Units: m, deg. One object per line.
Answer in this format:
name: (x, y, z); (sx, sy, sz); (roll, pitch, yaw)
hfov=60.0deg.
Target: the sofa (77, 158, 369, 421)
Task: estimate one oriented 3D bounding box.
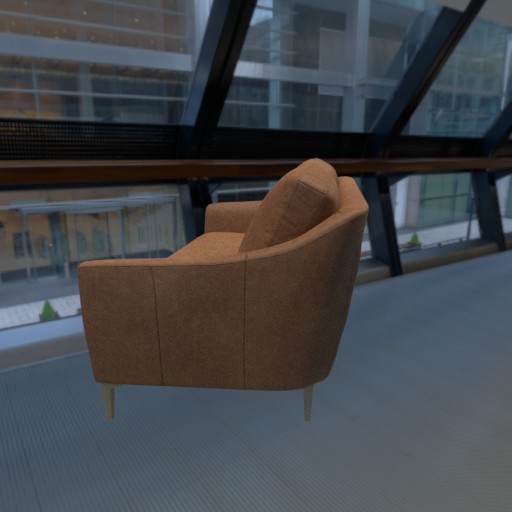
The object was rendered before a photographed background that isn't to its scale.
sofa: (0.000, 0.000, 2.177); (0.960, 0.902, 1.619); (2, 15, 9)
